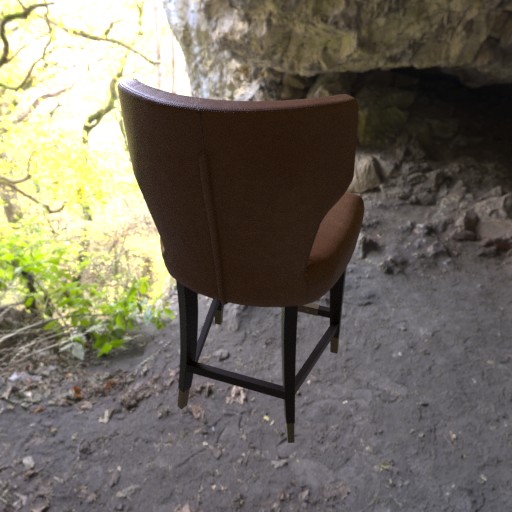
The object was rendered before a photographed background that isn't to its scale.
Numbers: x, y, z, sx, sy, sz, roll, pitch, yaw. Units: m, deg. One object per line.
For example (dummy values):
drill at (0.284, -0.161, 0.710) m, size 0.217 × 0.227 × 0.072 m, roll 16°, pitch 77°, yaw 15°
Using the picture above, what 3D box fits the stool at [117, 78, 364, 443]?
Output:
stool at (0.000, 0.000, 1.255) m, size 0.526 × 0.982 × 0.563 m, roll 11°, pitch 35°, yaw 16°
